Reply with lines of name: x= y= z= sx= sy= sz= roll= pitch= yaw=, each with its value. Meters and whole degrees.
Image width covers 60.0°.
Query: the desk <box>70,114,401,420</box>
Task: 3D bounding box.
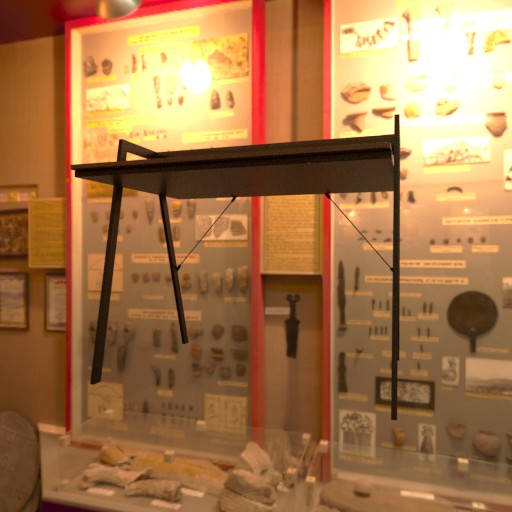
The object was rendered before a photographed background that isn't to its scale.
desk: x=0.000 y=0.000 z=1.860 sx=1.143 sy=0.998 sz=0.936 roll=0 pitch=1 yaw=18
